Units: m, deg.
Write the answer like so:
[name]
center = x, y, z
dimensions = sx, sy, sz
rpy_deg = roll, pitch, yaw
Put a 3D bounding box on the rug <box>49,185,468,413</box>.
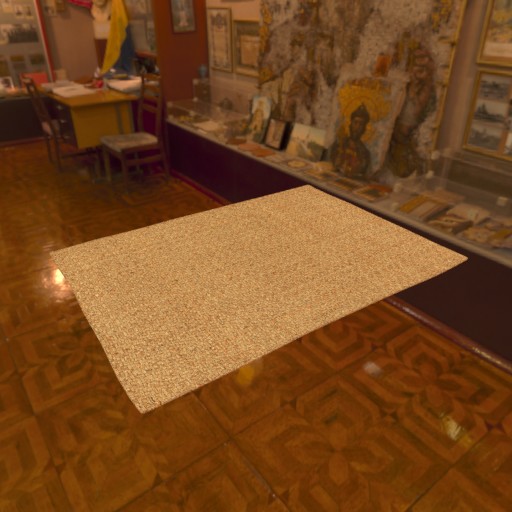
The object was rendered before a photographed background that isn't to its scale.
[rug]
center = 0.000, 0.000, 2.778
dimensions = 2.141, 0.013, 1.566
rpy_deg = -19, 35, -29
